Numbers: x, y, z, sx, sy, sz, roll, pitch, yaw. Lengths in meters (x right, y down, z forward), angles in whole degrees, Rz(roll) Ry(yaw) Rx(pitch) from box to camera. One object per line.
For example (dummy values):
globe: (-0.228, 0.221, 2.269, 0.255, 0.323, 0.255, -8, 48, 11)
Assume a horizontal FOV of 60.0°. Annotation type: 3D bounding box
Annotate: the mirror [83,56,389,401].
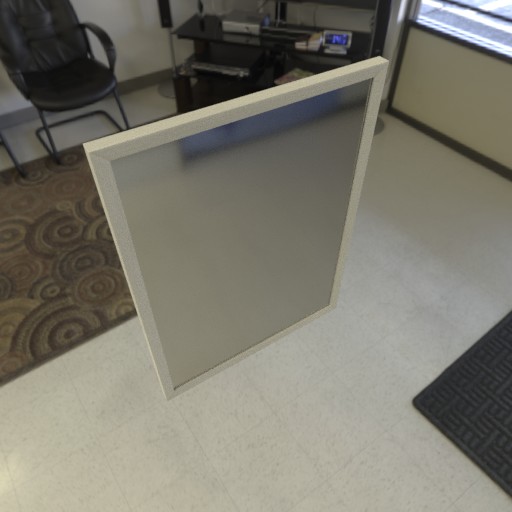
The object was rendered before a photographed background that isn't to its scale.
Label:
mirror: (0.000, 0.000, 1.343, 0.762, 1.016, 0.040, -25, 51, -22)
